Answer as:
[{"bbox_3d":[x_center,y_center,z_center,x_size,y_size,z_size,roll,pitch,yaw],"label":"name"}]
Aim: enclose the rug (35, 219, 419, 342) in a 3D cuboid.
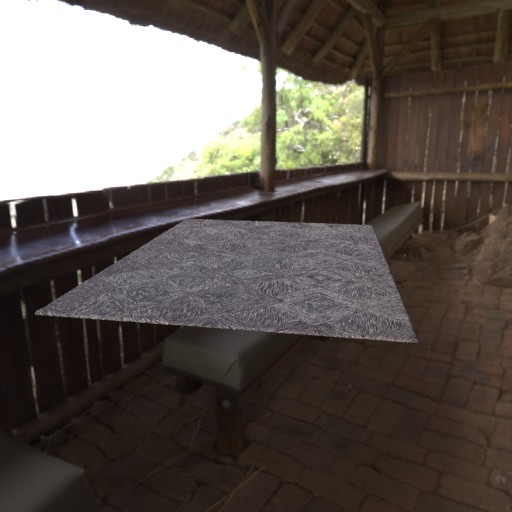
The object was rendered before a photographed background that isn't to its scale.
[{"bbox_3d":[0.000,0.000,4.251,2.448,0.017,3.204,3,16,9],"label":"rug"}]
